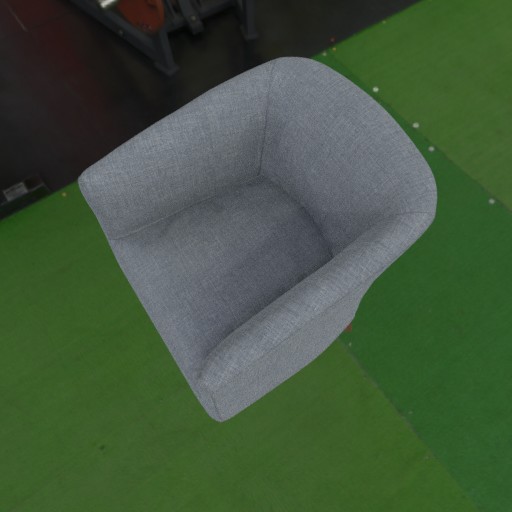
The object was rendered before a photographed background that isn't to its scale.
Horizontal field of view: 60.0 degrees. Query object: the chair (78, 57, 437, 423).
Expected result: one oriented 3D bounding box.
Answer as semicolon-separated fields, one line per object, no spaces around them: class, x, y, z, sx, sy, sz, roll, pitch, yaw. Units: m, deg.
chair;0.000;0.000;1.239;0.668;0.771;0.600;-31;68;-14
